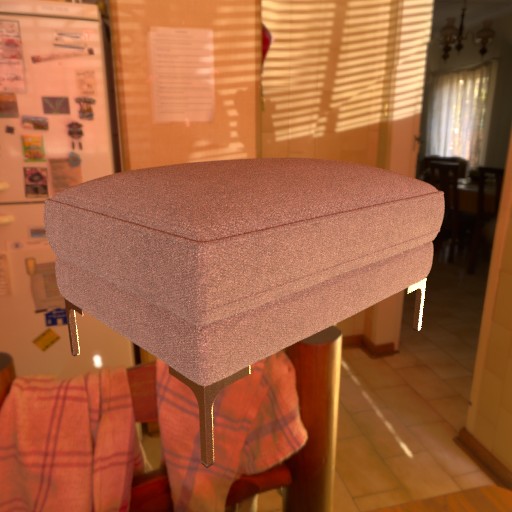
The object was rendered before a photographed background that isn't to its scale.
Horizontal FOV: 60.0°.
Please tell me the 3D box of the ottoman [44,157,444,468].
[{"bbox_3d":[0.000,0.000,1.096,0.785,0.464,0.583,-15,22,-42],"label":"ottoman"}]
